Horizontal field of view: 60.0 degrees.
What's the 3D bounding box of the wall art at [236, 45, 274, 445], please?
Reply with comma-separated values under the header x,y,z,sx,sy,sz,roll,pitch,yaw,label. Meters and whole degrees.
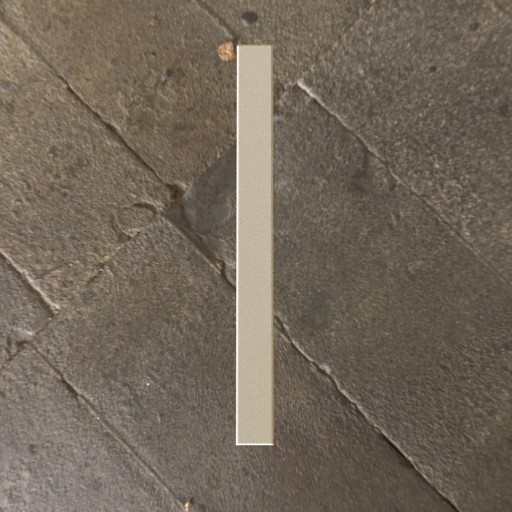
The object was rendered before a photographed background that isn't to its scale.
x,y,z,sx,sy,sz,roll,pitch,yaw,label
0.000,0.000,0.765,0.038,0.608,0.418,0,87,0,wall art
